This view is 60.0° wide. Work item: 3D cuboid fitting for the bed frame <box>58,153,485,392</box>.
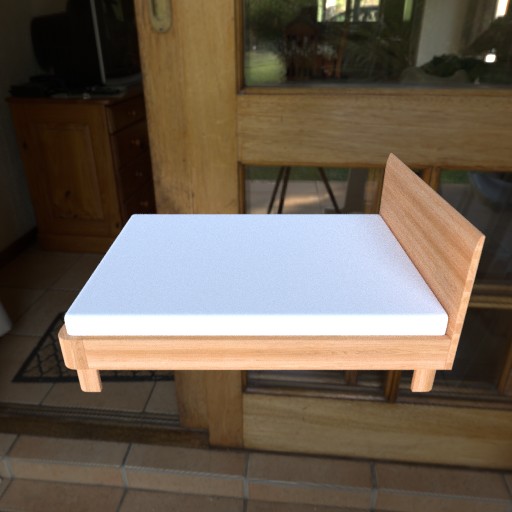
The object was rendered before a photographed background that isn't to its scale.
[{"bbox_3d":[0.000,0.000,2.789,1.992,0.940,1.472,0,27,0],"label":"bed frame"}]
